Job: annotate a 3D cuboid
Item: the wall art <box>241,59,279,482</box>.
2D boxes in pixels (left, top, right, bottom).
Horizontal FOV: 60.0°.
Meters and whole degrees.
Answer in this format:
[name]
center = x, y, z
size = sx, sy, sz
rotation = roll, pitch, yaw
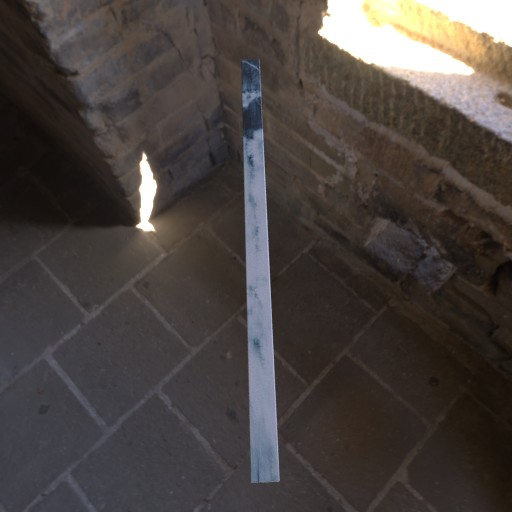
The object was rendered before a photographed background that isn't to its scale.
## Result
[wall art]
center = 0.000, 0.000, 0.840
size = 0.037, 0.251, 0.759
rotation = -2, 64, -1
